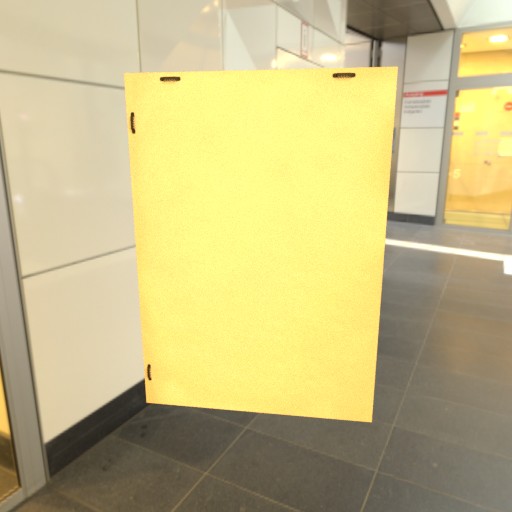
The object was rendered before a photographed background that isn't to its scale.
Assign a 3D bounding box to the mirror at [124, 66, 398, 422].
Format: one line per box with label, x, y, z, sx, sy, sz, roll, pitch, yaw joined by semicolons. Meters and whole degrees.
mirror;0.000;0.000;0.913;0.507;0.710;0.040;2;14;8
